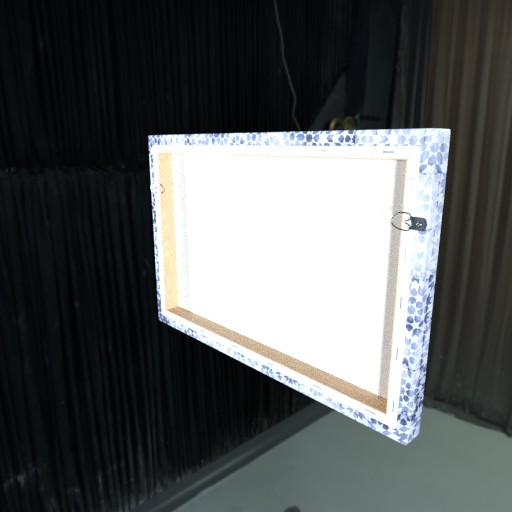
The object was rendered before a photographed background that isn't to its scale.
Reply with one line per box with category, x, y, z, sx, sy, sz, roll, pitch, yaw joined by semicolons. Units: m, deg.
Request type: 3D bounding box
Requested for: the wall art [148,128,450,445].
wall art;0.000;0.000;1.138;0.057;0.608;0.911;-13;19;-42
